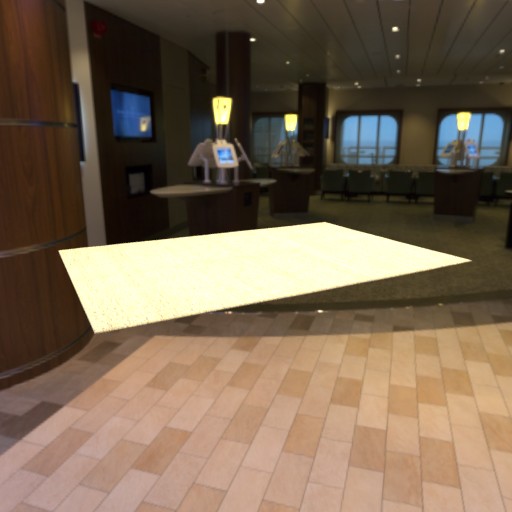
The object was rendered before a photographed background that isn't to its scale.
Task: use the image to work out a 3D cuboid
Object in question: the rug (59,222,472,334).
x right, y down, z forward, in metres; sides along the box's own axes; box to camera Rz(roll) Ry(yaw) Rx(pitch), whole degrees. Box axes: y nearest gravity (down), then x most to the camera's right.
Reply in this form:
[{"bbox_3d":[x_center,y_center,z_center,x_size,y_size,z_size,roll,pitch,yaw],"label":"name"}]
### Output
[{"bbox_3d":[0.000,0.000,2.385,1.850,0.015,1.250,-8,17,-27],"label":"rug"}]
